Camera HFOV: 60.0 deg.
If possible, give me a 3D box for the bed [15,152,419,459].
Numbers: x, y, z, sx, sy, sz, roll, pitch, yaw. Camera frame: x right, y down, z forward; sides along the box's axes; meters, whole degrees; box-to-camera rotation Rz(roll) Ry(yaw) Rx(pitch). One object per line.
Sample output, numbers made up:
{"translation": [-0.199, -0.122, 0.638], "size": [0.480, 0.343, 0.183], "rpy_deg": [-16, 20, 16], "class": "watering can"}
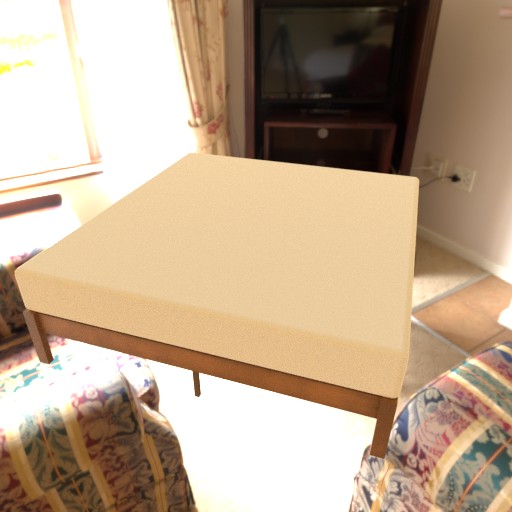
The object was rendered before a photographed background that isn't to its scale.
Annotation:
{"translation": [0.000, 0.000, 2.947], "size": [1.930, 0.616, 2.049], "rpy_deg": [10, 32, 16], "class": "bed"}
